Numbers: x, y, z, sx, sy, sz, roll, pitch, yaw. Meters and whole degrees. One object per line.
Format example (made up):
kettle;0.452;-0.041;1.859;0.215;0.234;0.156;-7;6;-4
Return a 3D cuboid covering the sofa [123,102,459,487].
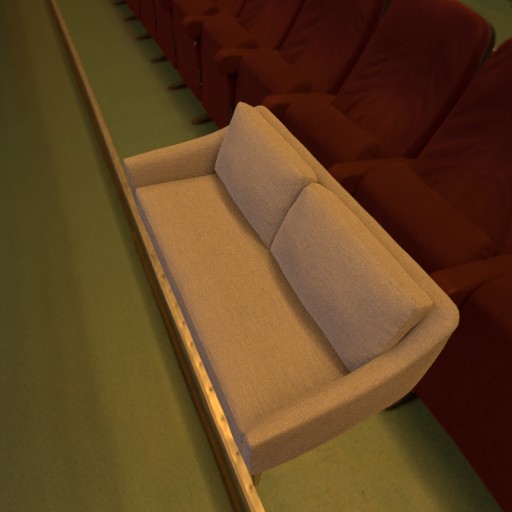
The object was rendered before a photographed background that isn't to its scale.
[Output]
sofa;0.000;0.000;2.490;0.980;0.913;2.036;-18;49;-17
